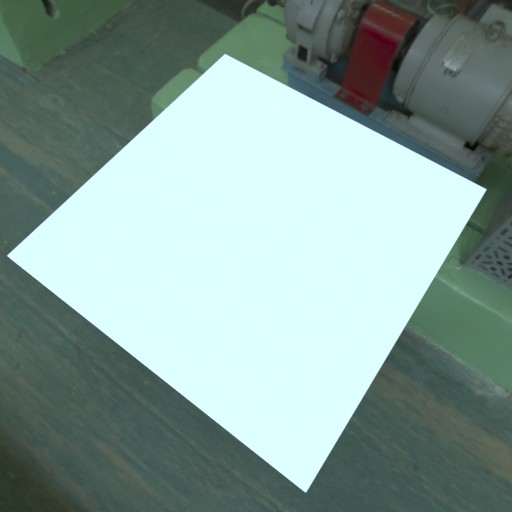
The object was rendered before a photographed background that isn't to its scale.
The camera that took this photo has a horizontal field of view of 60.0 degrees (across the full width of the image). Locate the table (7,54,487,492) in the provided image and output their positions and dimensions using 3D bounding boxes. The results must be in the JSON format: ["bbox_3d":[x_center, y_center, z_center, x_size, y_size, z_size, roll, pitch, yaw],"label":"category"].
[{"bbox_3d":[0.000,0.000,1.005,0.670,0.305,0.670,33,68,15],"label":"table"}]
